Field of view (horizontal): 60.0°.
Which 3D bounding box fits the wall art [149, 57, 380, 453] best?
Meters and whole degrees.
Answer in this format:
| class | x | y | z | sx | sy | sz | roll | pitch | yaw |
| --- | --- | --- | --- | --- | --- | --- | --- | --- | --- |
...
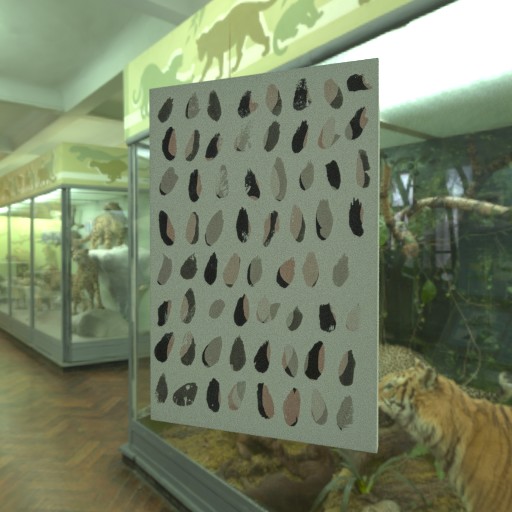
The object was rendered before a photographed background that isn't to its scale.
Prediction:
| class | x | y | z | sx | sy | sz | roll | pitch | yaw |
| --- | --- | --- | --- | --- | --- | --- | --- | --- | --- |
| wall art | 0.000 | 0.000 | 0.757 | 0.405 | 0.608 | 0.025 | 0 | 1 | 19 |
